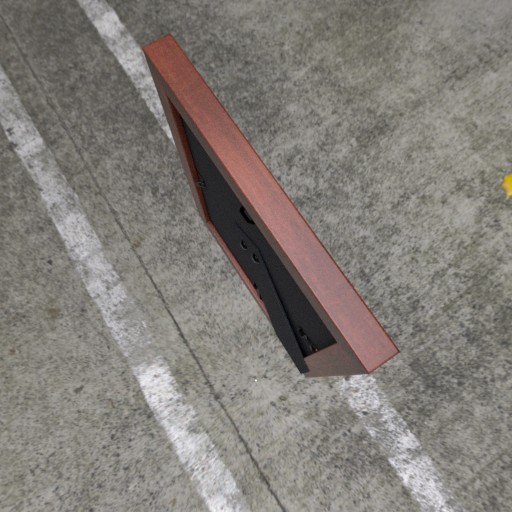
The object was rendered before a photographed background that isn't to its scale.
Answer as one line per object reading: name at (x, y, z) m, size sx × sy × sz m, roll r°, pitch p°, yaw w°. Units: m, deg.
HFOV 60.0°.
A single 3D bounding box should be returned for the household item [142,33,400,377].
household item at (0.000, 0.000, 0.334) m, size 0.020 × 0.250 × 0.200 m, roll -32°, pitch 77°, yaw -8°
